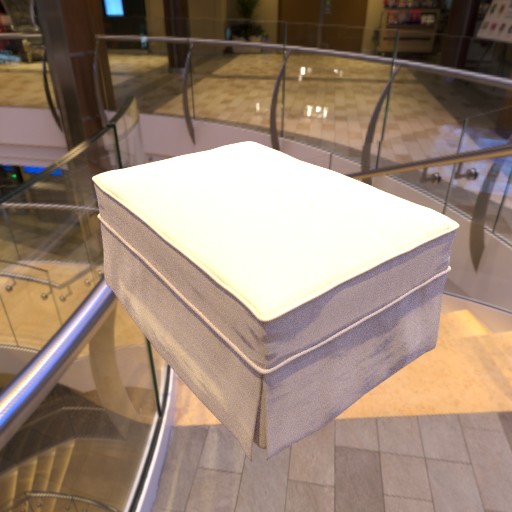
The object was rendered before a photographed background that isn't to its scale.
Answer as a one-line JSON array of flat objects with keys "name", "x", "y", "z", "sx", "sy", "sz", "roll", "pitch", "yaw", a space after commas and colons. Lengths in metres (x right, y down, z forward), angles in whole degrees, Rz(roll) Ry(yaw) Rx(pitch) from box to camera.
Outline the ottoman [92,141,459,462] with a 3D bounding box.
[{"name": "ottoman", "x": 0.000, "y": 0.000, "z": 1.357, "sx": 0.703, "sy": 0.479, "sz": 0.944, "roll": -21, "pitch": 37, "yaw": -31}]
